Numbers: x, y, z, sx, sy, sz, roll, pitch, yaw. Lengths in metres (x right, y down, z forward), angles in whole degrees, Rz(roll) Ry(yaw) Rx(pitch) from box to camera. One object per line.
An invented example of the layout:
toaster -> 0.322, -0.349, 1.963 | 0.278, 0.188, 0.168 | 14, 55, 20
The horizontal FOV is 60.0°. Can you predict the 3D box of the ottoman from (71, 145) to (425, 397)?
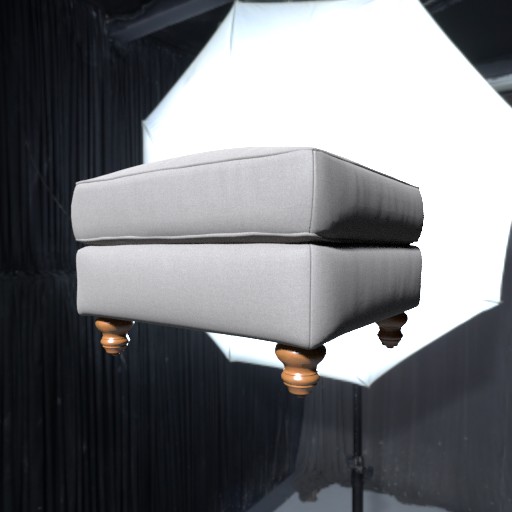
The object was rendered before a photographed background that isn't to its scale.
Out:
ottoman -> 0.000, 0.000, 1.174 | 0.721, 0.505, 0.662 | 1, 1, 36
